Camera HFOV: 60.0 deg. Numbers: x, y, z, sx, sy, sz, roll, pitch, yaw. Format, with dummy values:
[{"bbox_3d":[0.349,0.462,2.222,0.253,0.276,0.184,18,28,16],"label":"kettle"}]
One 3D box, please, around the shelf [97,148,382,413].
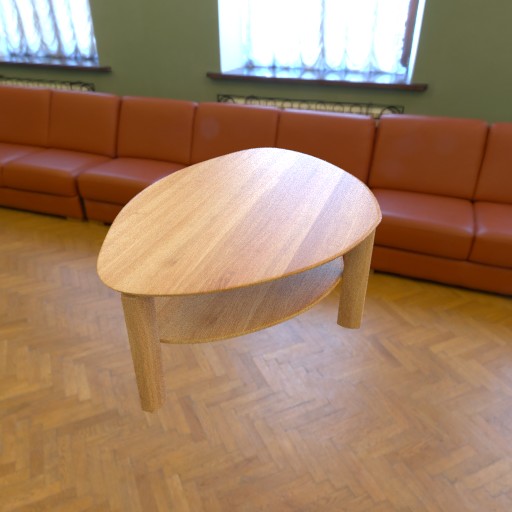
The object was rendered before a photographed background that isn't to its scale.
[{"bbox_3d":[0.000,0.000,1.640,0.845,0.440,1.246,10,32,17],"label":"shelf"}]
